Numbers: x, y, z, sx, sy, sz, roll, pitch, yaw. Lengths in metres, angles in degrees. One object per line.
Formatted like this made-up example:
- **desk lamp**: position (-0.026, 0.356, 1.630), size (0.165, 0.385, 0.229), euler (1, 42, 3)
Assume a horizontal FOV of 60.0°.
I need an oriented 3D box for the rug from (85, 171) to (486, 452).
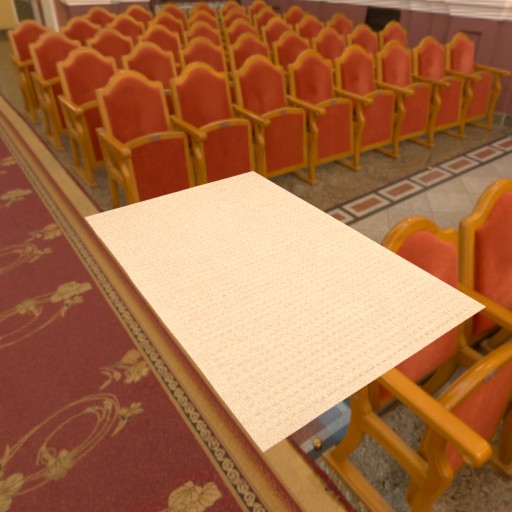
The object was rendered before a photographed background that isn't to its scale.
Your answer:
- **rug**: position (0.000, 0.000, 2.873), size (1.523, 0.006, 2.289), euler (-21, 39, -28)
